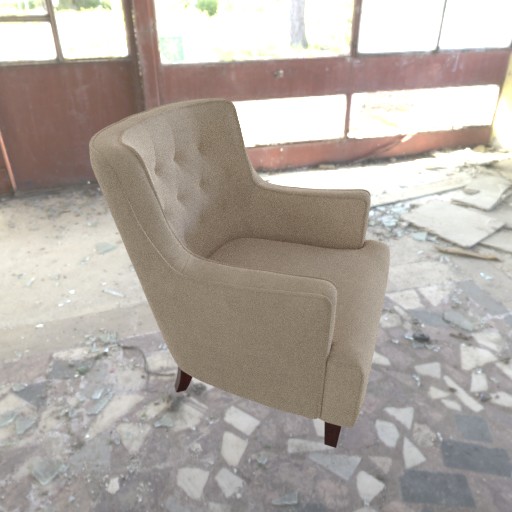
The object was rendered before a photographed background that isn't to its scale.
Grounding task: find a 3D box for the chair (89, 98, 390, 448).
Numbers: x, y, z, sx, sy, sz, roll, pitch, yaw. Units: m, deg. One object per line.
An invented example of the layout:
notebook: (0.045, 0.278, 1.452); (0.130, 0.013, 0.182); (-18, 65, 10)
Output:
chair: (0.000, 0.000, 1.578); (0.910, 0.920, 0.781); (11, 33, 17)
